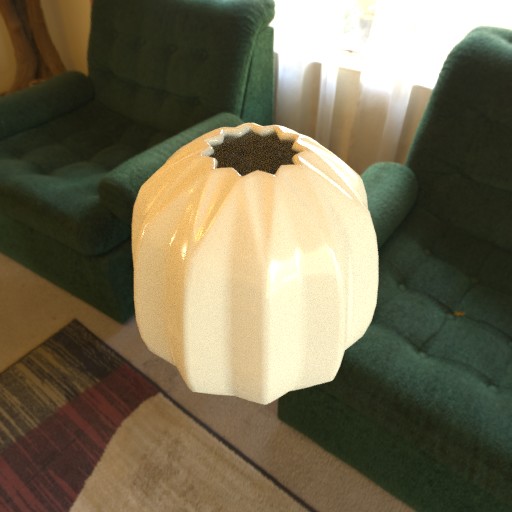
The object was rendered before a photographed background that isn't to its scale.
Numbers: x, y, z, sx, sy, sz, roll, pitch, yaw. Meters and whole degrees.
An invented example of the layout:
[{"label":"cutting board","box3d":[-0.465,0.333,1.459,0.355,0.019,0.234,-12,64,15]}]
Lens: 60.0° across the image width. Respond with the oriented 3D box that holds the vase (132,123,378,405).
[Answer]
[{"label":"vase","box3d":[0.000,0.000,0.247,0.139,0.134,0.139,0,42,0]}]
